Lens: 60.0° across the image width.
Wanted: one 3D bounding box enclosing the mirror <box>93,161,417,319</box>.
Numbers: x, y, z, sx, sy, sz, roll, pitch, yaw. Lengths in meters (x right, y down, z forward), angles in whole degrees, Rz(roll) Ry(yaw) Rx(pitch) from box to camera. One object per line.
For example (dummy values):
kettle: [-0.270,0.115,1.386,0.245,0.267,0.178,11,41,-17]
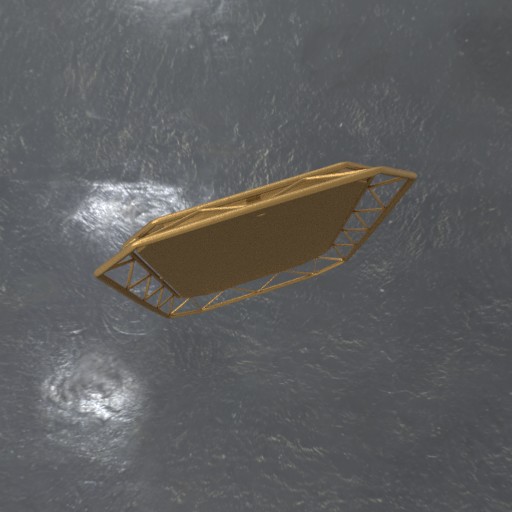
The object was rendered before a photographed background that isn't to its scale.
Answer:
mirror: [0.000,0.000,0.747,0.417,0.566,0.042,-17,76,-4]
